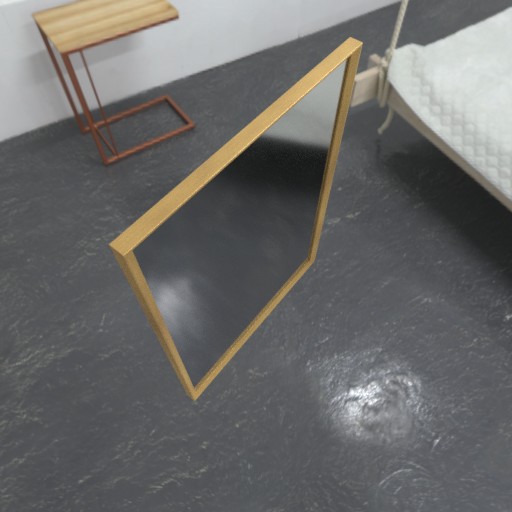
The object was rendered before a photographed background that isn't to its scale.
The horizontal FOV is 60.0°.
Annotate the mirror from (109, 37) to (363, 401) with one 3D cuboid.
[{"bbox_3d":[0.000,0.000,1.339,0.041,1.016,0.762,34,65,19],"label":"mirror"}]
